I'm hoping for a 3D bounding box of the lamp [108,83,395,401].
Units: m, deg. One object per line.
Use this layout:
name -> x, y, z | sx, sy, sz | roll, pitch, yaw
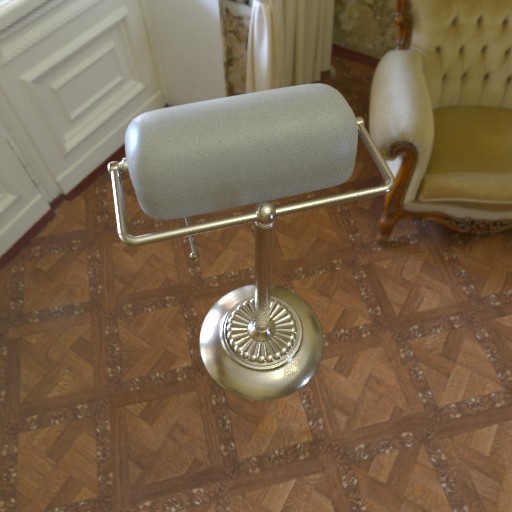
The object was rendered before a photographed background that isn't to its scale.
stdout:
lamp -> 0.000, 0.000, 0.514 | 0.264, 0.339, 0.243 | -13, 58, -8
